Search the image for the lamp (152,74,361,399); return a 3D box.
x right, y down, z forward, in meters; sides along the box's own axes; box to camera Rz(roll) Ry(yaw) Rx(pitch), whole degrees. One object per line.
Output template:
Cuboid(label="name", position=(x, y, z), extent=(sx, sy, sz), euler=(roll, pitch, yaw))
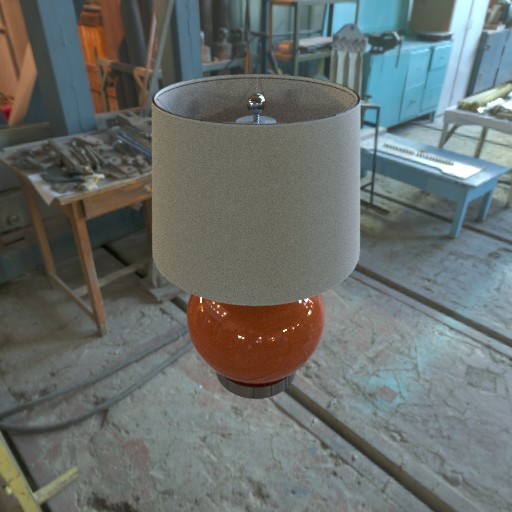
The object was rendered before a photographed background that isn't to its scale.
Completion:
Cuboid(label="lamp", position=(0.000, 0.000, 0.548), extent=(0.247, 0.387, 0.247), euler=(0, 33, 0))
